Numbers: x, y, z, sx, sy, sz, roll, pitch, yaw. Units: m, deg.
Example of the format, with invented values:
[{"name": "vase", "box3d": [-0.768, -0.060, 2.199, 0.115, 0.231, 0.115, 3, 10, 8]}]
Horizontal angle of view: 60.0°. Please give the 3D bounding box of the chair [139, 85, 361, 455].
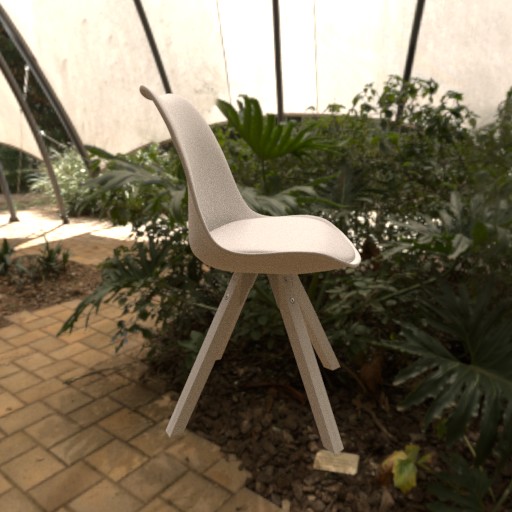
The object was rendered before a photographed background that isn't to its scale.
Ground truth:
[{"name": "chair", "box3d": [0.000, 0.000, 1.193, 0.550, 0.850, 0.485, 2, 15, 9]}]
